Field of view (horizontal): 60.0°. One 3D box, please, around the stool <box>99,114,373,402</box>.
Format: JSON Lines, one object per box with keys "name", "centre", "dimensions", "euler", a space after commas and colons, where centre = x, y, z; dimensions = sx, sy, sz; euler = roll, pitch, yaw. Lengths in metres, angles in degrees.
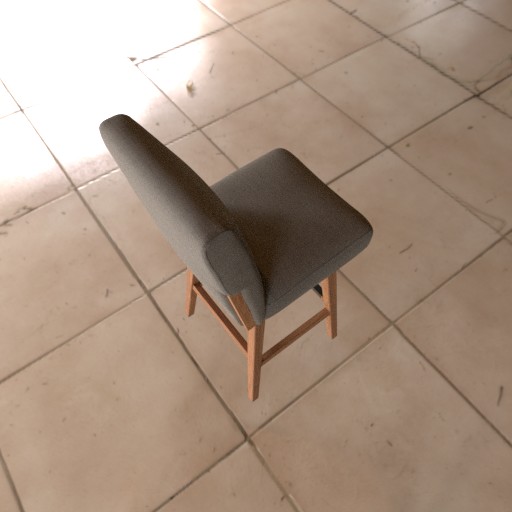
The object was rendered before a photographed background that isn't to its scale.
{"name": "stool", "centre": [0.000, 0.000, 1.417], "dimensions": [0.570, 1.112, 0.483], "euler": [-33, 63, -19]}
